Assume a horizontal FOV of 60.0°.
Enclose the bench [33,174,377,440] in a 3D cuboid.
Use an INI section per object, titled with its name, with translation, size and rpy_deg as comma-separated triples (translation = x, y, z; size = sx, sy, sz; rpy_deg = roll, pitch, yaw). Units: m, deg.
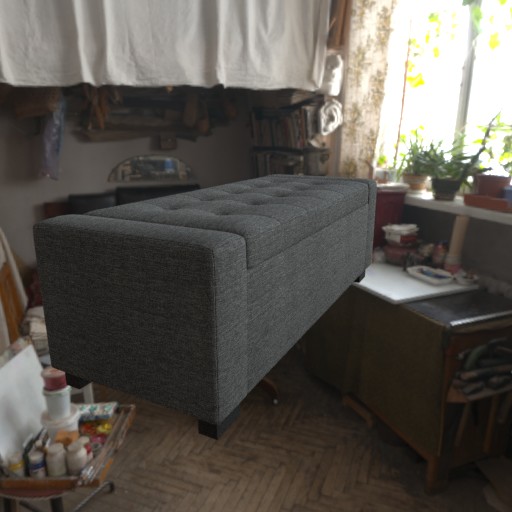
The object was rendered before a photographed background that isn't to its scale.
[bench]
translation = 0.000, 0.000, 1.514
size = 0.508, 0.445, 1.296
rpy_deg = 8, 18, 26
